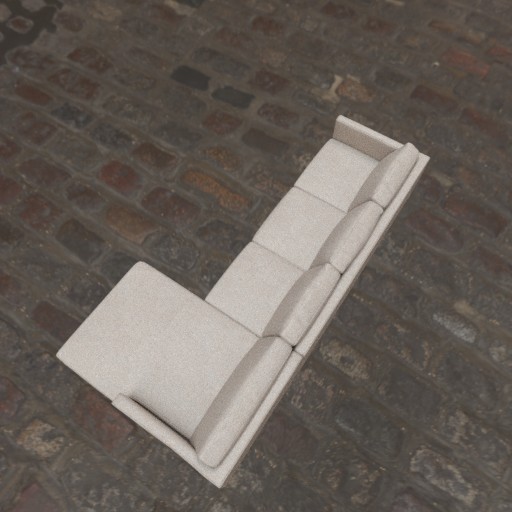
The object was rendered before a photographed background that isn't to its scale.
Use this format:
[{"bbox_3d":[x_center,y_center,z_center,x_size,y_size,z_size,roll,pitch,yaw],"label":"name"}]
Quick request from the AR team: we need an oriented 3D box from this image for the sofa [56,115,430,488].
[{"bbox_3d":[0.000,0.000,3.791,1.625,0.846,3.186,31,68,15],"label":"sofa"}]
